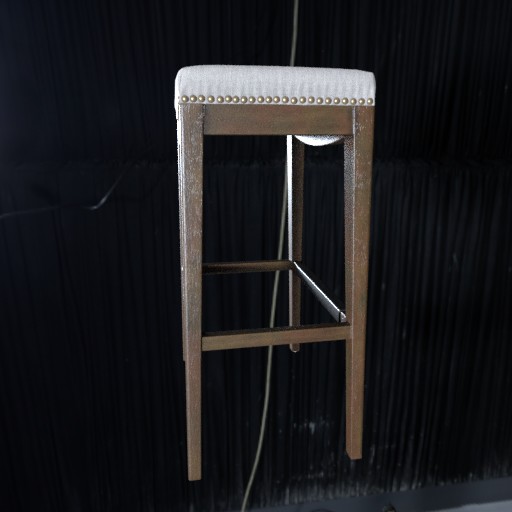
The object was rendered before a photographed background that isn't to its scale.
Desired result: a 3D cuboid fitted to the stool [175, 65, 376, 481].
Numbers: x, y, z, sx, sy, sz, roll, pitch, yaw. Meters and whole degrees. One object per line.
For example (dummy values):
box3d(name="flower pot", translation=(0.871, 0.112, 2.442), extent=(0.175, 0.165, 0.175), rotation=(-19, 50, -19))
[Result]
box3d(name="stool", translation=(0.000, 0.000, 1.031), extent=(0.356, 0.762, 0.508), rotation=(-3, 16, -10))
